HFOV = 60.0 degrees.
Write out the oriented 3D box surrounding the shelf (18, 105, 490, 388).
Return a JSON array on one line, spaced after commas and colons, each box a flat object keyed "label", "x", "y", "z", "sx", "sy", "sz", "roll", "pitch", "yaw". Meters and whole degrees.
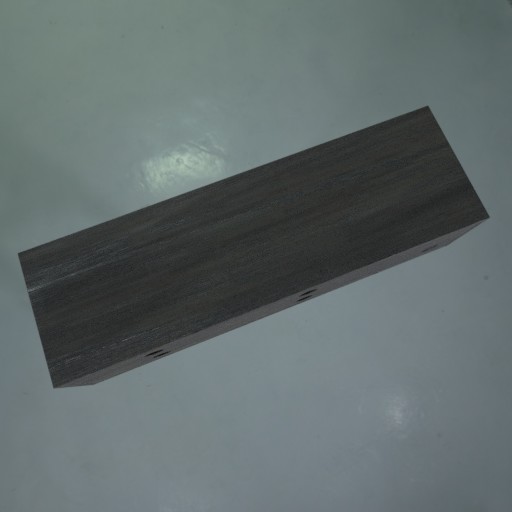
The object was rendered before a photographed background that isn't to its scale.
[{"label": "shelf", "x": 0.000, "y": 0.000, "z": 1.507, "sx": 1.300, "sy": 0.495, "sz": 0.400, "roll": -21, "pitch": 77, "yaw": -5}]
